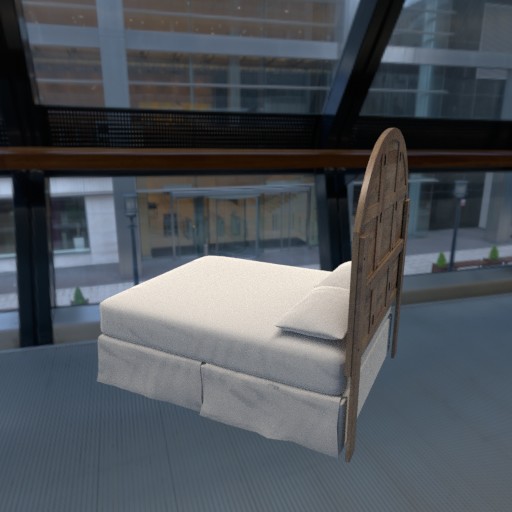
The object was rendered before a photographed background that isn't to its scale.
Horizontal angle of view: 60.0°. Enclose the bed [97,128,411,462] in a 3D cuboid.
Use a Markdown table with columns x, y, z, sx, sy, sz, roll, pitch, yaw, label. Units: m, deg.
| x | y | z | sx | sy | sz | roll | pitch | yaw | label |
| --- | --- | --- | --- | --- | --- | --- | --- | --- | --- |
| 0.000 | 0.000 | 3.622 | 2.112 | 2.002 | 1.713 | 8 | 17 | 26 | bed |
